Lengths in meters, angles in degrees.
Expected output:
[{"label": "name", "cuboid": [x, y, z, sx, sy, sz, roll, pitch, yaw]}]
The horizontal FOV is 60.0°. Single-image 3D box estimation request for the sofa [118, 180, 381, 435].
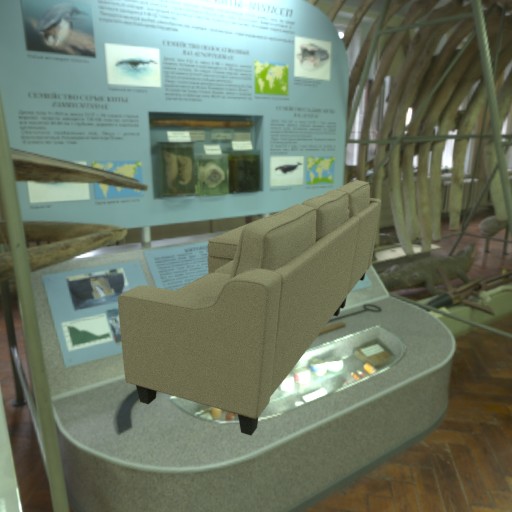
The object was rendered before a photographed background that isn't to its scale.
[{"label": "sofa", "cuboid": [0.000, 0.000, 3.153, 1.294, 0.928, 2.561, 7, 17, 24]}]
